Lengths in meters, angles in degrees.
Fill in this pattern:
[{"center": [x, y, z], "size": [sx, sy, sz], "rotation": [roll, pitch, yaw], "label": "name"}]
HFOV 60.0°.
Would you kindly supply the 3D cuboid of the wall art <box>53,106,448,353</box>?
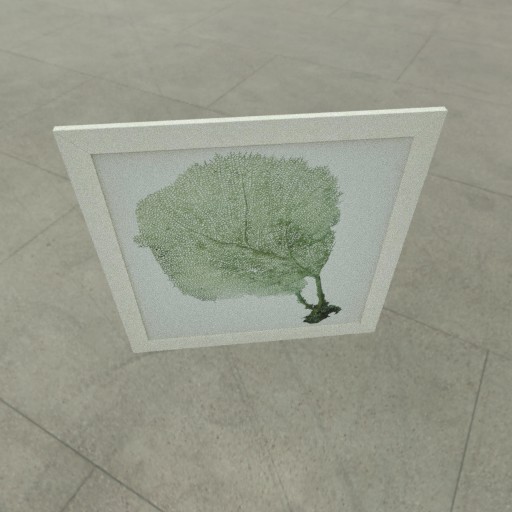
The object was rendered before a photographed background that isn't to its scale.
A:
[{"center": [0.000, 0.000, 0.868], "size": [0.584, 0.584, 0.013], "rotation": [-4, 46, -4], "label": "wall art"}]
